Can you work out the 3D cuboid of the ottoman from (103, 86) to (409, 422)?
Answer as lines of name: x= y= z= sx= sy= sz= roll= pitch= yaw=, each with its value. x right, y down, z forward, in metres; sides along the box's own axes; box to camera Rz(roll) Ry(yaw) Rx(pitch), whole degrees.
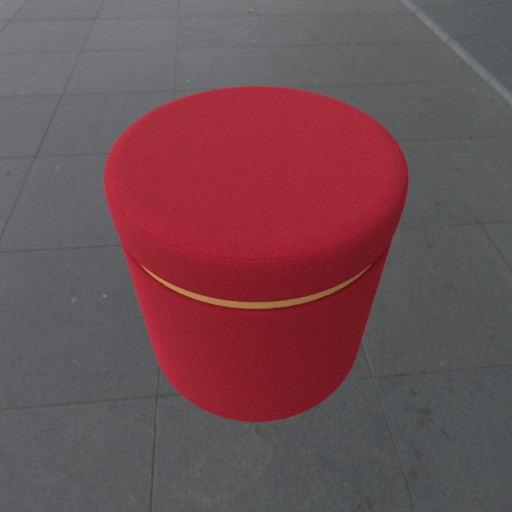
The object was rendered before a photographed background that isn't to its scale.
ottoman: x=0.000 y=0.000 z=0.727 sx=0.400 sy=0.406 sz=0.400 roll=0 pitch=46 yaw=0
